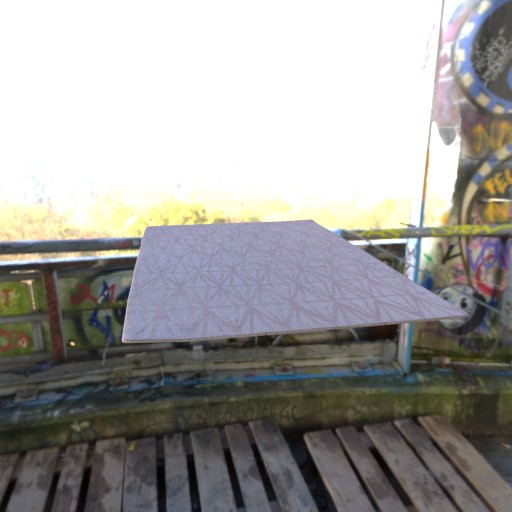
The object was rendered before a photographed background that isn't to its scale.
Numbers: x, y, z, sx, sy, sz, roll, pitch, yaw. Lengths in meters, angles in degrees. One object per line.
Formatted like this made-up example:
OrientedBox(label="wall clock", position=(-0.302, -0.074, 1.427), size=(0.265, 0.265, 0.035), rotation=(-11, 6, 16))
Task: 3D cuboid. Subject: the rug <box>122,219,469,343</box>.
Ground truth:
OrientedBox(label="rug", position=(0.000, 0.000, 2.355), size=(1.230, 0.025, 1.837), rotation=(-3, 16, -11))
